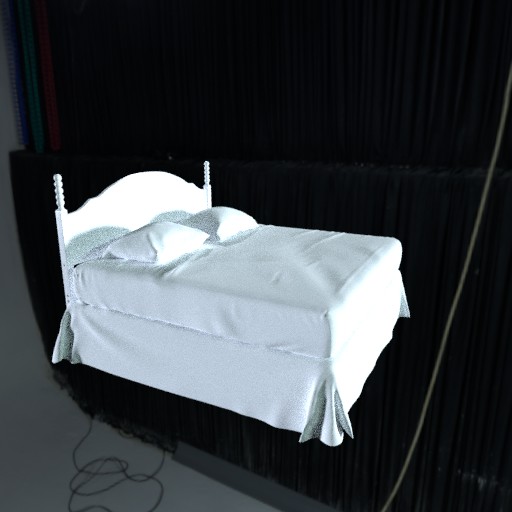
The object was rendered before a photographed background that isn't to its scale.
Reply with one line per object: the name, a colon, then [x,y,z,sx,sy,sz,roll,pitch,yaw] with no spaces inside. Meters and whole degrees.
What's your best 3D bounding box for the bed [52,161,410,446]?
bed: [0.000,0.000,3.573,2.219,1.355,2.322,8,17,26]
